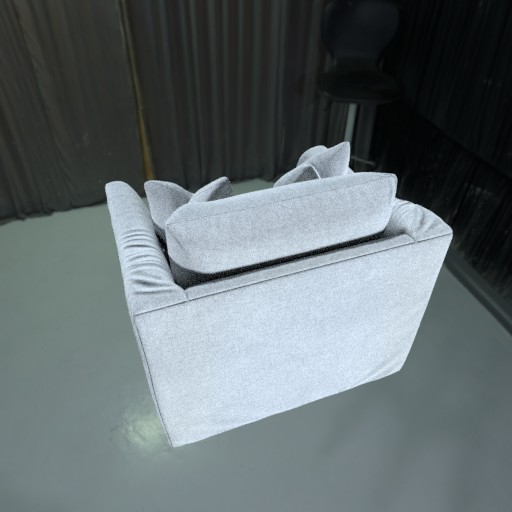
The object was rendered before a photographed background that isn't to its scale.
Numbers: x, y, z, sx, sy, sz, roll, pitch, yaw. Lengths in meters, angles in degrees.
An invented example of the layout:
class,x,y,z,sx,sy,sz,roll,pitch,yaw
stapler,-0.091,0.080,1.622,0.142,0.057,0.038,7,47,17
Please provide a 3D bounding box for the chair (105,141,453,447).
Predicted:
class,x,y,z,sx,sy,sz,roll,pitch,yaw
chair,0.000,0.000,2.067,1.194,1.059,1.071,-14,43,-15
